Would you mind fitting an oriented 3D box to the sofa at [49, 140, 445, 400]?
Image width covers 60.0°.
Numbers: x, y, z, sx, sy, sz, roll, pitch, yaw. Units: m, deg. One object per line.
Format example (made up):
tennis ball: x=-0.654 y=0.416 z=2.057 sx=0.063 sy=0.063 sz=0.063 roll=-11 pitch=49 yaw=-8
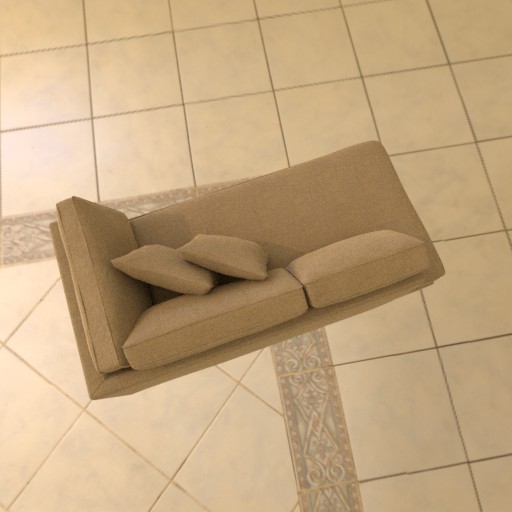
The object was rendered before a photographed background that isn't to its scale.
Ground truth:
sofa: x=0.000 y=0.000 z=2.861 sx=2.238 sy=1.019 sz=1.110 roll=-19 pitch=76 yaw=-5
